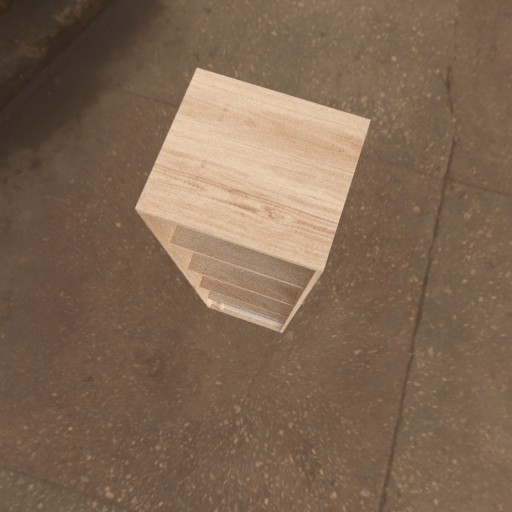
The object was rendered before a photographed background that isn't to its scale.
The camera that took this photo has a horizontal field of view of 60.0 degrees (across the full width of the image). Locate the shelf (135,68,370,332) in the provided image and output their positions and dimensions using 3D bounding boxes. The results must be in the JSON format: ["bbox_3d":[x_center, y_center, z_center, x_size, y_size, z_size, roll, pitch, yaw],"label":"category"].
[{"bbox_3d":[0.000,0.000,2.129,0.510,1.960,0.450,18,76,5],"label":"shelf"}]
